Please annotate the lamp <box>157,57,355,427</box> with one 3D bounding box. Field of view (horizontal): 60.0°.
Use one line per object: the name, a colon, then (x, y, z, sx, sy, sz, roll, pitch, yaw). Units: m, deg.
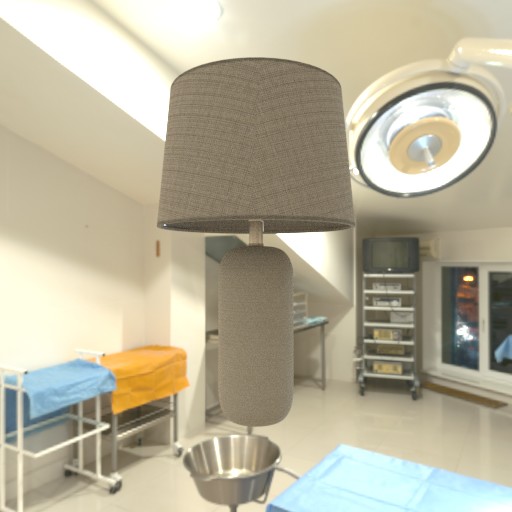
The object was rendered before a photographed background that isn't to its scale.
lamp: (0.000, 0.000, 0.838, 0.367, 0.609, 0.367, 0, -1, 0)
